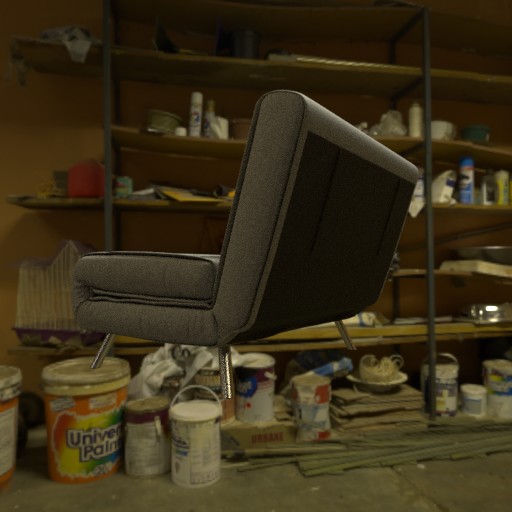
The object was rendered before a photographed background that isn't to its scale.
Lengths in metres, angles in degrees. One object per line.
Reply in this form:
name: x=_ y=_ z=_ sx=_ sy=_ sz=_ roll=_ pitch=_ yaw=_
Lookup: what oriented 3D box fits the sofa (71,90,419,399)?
sofa: x=0.000 y=0.000 z=1.757 sx=1.000 sy=0.825 sz=1.020 roll=-1 pitch=-1 yaw=35
